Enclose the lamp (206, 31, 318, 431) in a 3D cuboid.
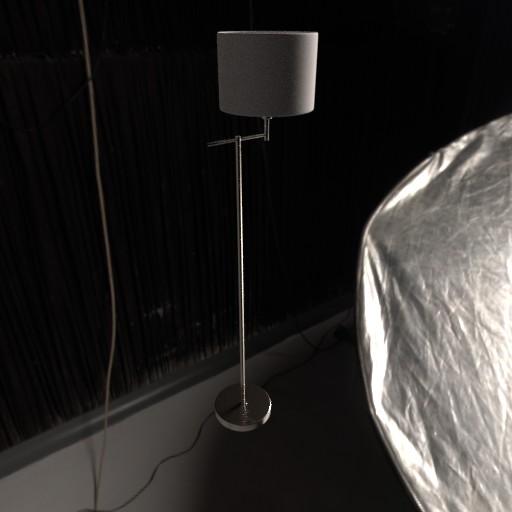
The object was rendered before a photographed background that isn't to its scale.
[{"bbox_3d":[0.000,0.000,1.776,0.416,1.600,0.324,-20,34,-32],"label":"lamp"}]
